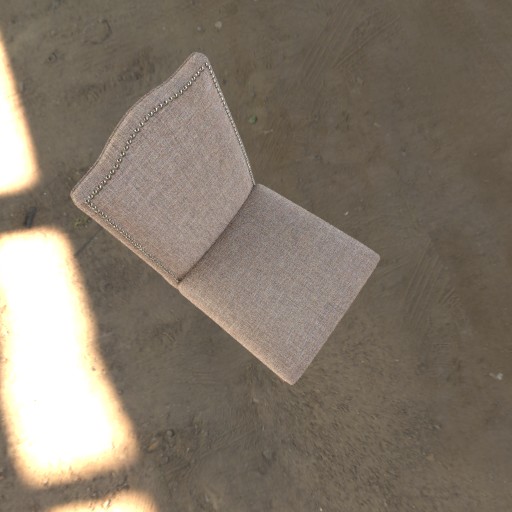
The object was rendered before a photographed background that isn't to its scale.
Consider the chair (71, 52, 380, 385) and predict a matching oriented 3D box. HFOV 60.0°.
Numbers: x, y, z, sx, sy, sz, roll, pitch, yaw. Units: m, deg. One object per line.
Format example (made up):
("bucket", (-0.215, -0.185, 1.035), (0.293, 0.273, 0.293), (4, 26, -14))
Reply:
("chair", (0.000, 0.000, 1.366), (0.660, 1.016, 0.513), (35, 79, 8))
